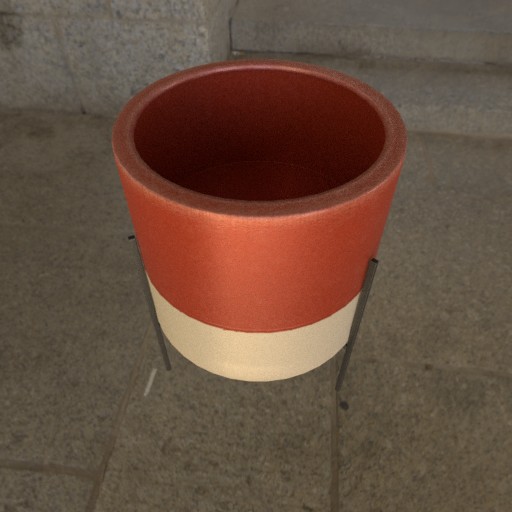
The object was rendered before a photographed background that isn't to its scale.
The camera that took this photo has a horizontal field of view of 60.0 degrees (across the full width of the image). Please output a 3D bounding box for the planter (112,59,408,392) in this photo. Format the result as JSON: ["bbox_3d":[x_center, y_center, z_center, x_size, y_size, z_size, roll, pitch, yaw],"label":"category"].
[{"bbox_3d":[0.000,0.000,0.689,0.354,0.465,0.345,-17,49,-15],"label":"planter"}]
